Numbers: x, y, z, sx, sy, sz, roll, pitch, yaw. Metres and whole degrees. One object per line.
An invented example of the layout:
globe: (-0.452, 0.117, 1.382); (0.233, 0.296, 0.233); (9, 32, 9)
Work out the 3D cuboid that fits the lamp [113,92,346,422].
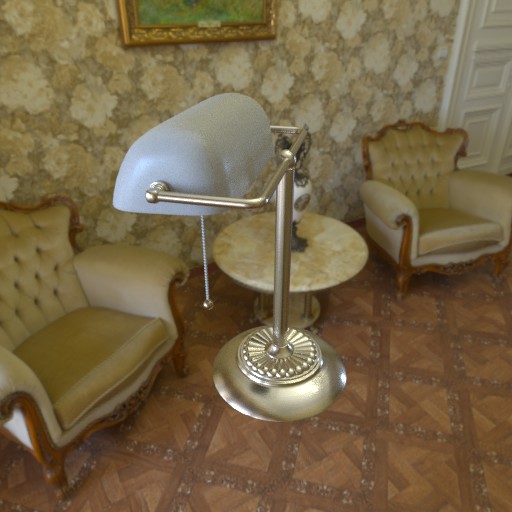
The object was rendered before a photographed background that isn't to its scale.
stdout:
lamp: (0.000, 0.000, 0.522); (0.243, 0.339, 0.264); (7, 30, 12)
